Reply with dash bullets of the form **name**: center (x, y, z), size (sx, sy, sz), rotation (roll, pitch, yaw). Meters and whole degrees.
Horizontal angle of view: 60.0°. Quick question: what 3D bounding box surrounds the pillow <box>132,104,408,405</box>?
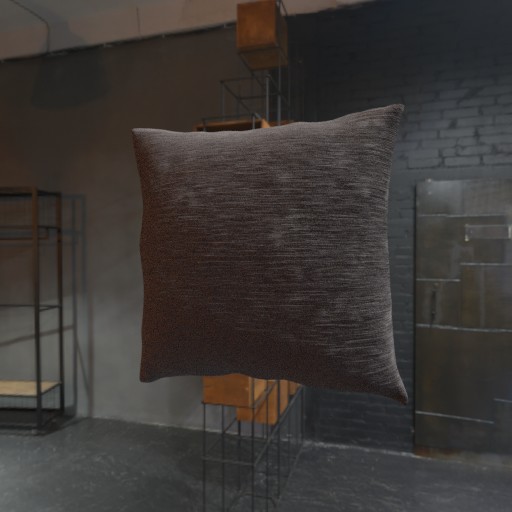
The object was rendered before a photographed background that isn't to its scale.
- **pillow**: center (0.000, 0.000, 0.694), size (0.452, 0.439, 0.204), rotation (0, 1, 18)
